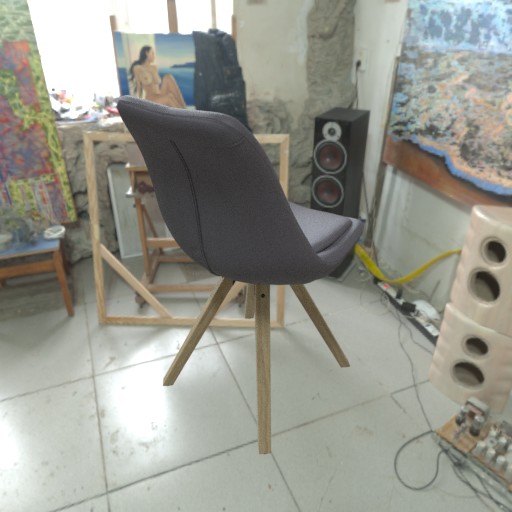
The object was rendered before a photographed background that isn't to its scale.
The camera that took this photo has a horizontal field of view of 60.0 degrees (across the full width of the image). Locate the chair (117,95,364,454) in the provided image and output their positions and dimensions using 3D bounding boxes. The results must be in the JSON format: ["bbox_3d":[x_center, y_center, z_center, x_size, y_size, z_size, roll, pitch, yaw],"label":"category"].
[{"bbox_3d":[0.000,0.000,1.184,0.483,0.865,0.547,22,37,32],"label":"chair"}]
